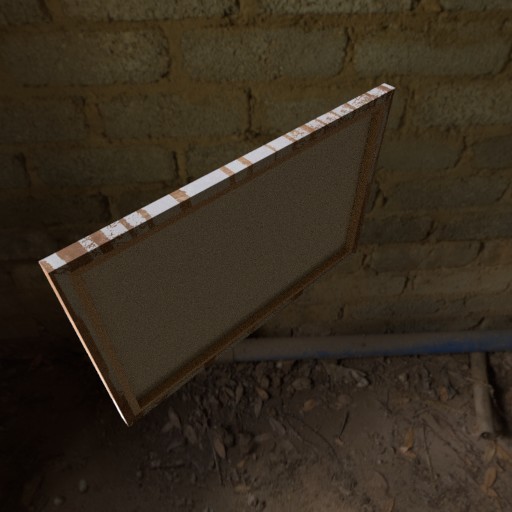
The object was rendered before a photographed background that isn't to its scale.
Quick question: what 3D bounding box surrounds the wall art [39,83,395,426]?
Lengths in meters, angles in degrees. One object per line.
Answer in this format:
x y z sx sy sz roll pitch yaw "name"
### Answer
0.000 0.000 1.137 0.914 0.609 0.035 -34 55 -27 "wall art"
